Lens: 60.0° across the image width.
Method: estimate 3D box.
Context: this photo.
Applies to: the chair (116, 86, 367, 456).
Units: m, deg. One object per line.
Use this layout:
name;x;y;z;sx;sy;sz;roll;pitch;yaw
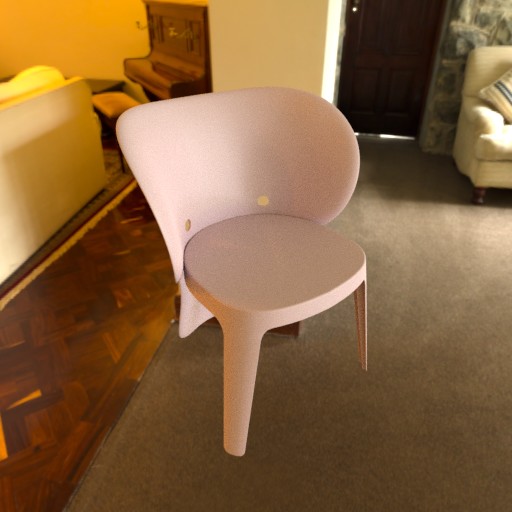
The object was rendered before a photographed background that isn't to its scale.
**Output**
chair;0.000;0.000;0.873;0.451;0.554;0.402;-22;38;-31
